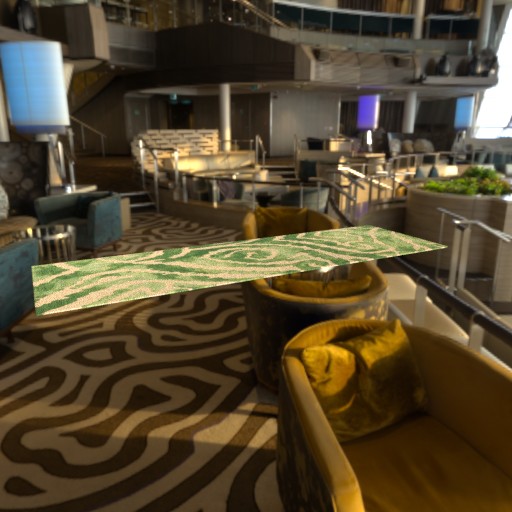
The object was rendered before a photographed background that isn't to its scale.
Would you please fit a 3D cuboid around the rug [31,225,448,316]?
[{"bbox_3d":[0.000,0.000,2.693,2.438,0.006,0.761,-8,18,-26],"label":"rug"}]
